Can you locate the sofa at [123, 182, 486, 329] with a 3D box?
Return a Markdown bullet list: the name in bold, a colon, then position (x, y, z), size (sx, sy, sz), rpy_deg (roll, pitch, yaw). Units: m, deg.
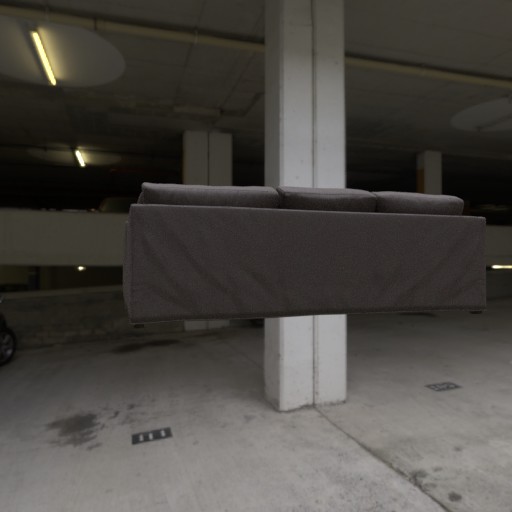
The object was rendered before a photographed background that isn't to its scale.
- **sofa**: position (0.000, 0.000, 4.266), size (2.432, 0.871, 3.182), rpy_deg (0, -1, -17)
